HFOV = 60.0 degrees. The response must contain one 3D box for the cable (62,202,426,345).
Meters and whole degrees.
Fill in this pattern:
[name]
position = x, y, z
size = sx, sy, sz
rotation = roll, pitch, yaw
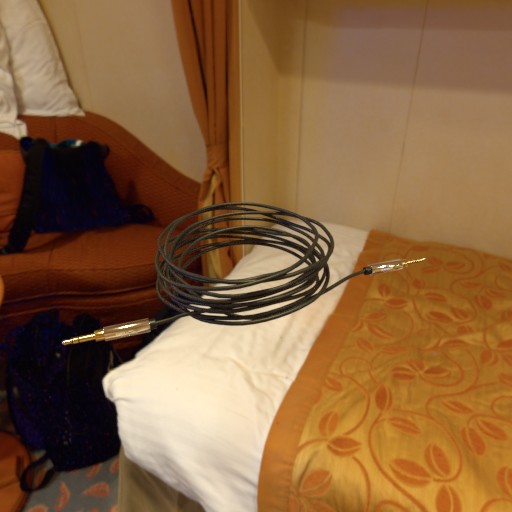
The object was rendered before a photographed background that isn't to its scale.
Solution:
[cable]
position = 0.000, 0.000, 0.518
size = 0.432, 0.069, 0.198
rotation = -10, 31, -17
